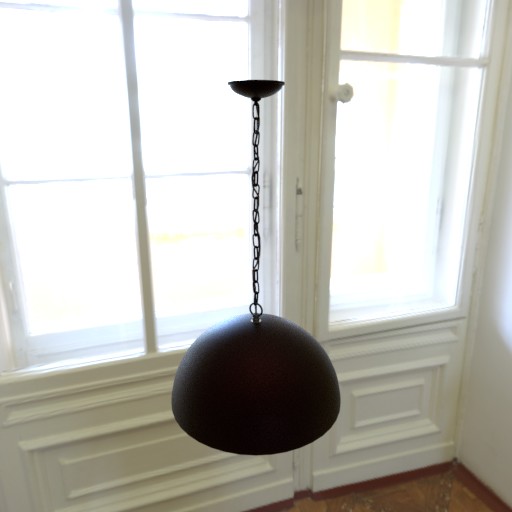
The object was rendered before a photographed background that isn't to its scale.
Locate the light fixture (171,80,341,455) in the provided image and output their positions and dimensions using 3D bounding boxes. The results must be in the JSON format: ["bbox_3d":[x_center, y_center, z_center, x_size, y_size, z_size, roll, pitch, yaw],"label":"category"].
[{"bbox_3d":[0.000,0.000,1.189,0.492,0.869,0.492,8,18,26],"label":"light fixture"}]
